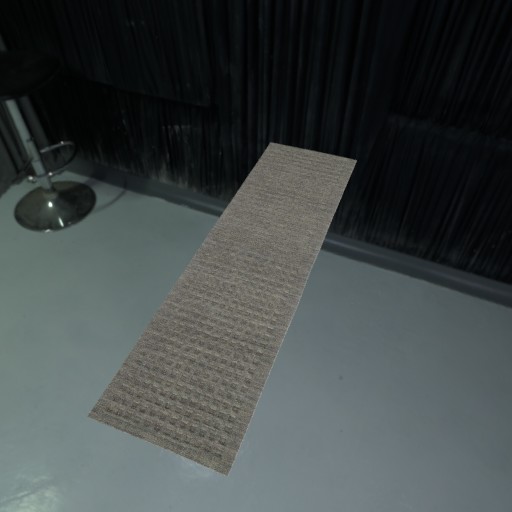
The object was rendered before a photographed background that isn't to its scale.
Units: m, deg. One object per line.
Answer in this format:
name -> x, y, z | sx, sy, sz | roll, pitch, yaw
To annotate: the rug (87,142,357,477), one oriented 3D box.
rug -> 0.000, 0.000, 2.719 | 0.706, 0.009, 2.443 | 16, 49, 14
